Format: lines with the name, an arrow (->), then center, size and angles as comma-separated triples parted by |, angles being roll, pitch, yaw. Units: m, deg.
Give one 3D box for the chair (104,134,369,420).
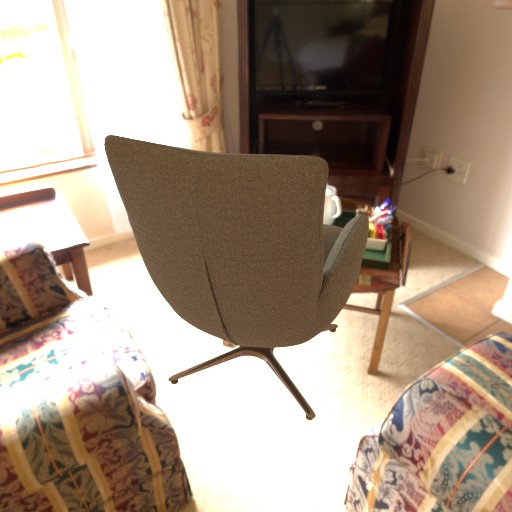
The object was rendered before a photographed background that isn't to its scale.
chair -> 0.000, 0.000, 1.507 | 0.702, 0.984, 0.831 | 10, 33, 15
